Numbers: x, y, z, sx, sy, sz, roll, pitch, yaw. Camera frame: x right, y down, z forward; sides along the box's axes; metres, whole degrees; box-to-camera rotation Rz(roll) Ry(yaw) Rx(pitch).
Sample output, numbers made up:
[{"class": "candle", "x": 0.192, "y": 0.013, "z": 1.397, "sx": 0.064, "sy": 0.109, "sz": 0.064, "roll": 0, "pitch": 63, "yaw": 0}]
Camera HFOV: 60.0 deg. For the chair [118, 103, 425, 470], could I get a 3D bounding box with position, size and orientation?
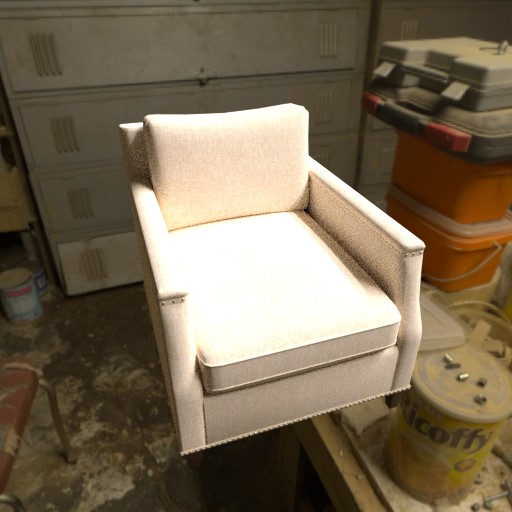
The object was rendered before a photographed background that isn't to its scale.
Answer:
[{"class": "chair", "x": 0.000, "y": 0.000, "z": 1.707, "sx": 0.838, "sy": 0.940, "sz": 1.041, "roll": -10, "pitch": 33, "yaw": -16}]
